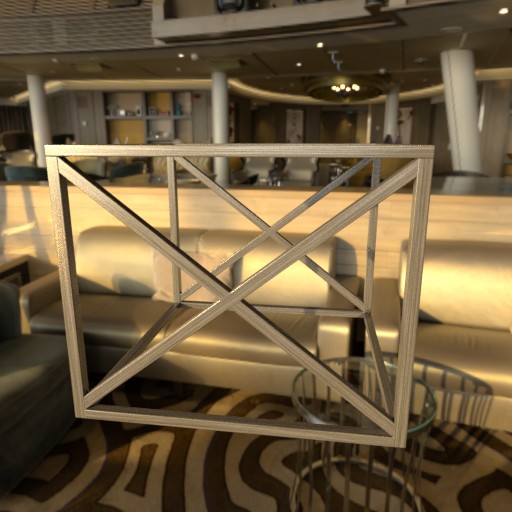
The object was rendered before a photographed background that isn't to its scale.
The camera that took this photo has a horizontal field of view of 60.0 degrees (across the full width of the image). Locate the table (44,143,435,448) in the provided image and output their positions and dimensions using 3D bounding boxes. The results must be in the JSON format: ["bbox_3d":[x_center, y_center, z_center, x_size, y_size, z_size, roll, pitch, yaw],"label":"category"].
[{"bbox_3d":[0.000,0.000,1.035,0.611,0.507,0.609,2,15,8],"label":"table"}]
